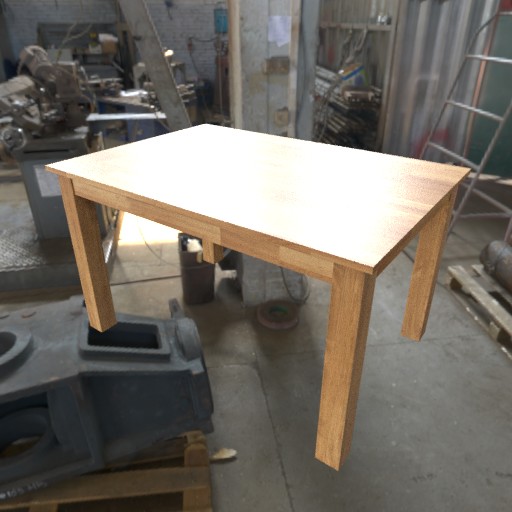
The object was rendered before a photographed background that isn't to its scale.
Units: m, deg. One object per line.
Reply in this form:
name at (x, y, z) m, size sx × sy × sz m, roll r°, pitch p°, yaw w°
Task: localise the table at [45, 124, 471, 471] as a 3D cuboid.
table at (0.000, 0.000, 1.821) m, size 1.300 × 0.750 × 0.900 m, roll 19°, pitch 34°, yaw 31°
